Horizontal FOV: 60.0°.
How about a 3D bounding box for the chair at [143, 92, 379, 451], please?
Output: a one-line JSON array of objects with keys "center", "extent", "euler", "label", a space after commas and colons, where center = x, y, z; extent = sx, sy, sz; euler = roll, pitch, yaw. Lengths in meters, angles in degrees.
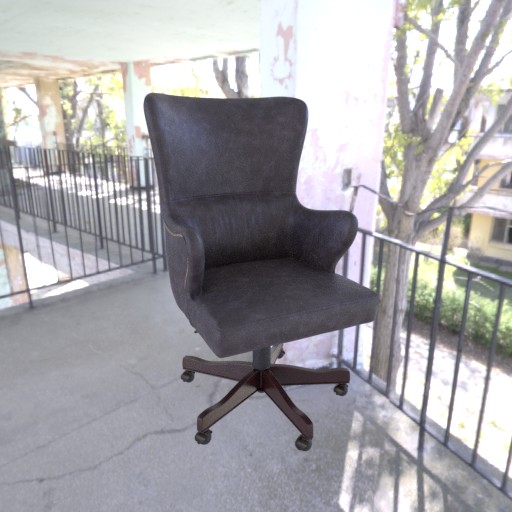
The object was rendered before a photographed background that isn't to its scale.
[{"center": [0.000, 0.000, 1.470], "extent": [0.594, 1.037, 0.717], "euler": [-8, 18, -25], "label": "chair"}]
